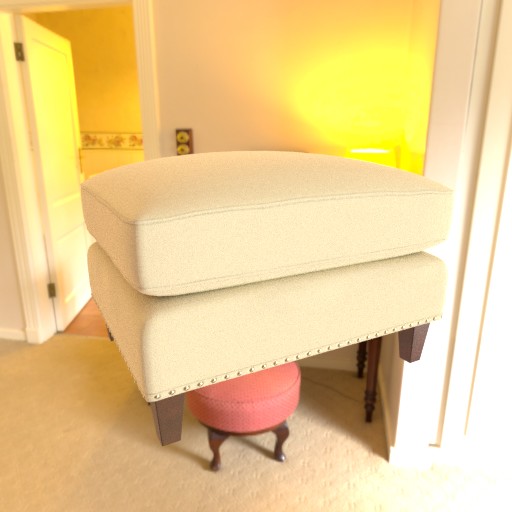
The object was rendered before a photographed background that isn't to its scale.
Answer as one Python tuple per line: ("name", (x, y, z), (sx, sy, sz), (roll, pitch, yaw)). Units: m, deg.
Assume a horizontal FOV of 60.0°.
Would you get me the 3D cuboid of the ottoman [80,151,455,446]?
("ottoman", (0.000, 0.000, 1.119), (0.741, 0.513, 0.584), (-9, 18, -27))
